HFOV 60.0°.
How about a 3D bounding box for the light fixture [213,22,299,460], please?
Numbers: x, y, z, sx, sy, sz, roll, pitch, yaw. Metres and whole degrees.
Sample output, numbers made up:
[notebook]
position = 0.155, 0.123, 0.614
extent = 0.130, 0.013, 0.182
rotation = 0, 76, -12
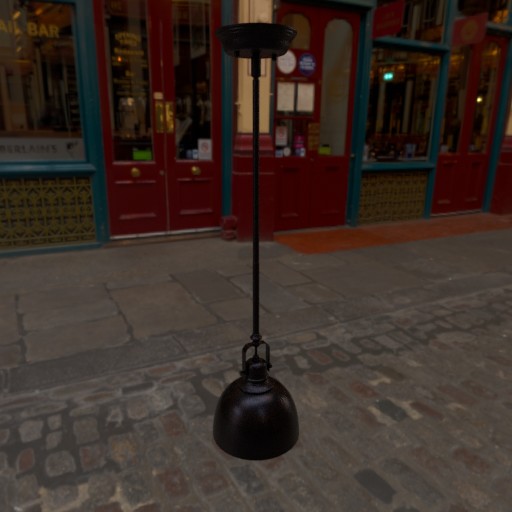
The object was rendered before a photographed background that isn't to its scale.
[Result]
[light fixture]
position = 0.000, 0.000, 0.836
extent = 0.182, 0.768, 0.182
rotation = -8, 17, -27
